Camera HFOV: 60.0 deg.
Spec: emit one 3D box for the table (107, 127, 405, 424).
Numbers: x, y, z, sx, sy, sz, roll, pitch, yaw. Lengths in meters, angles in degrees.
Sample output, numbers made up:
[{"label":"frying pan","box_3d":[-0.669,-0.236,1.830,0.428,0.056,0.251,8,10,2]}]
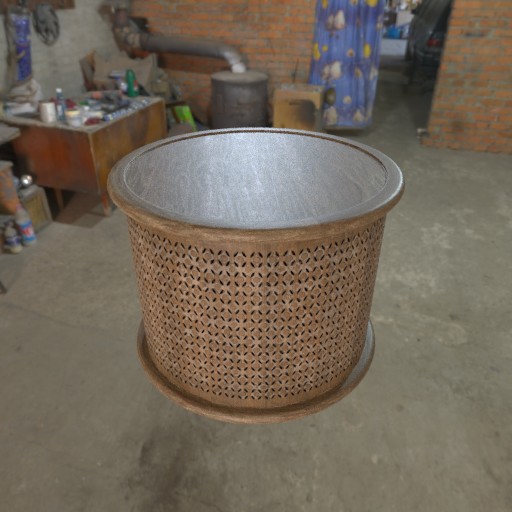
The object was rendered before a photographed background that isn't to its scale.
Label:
[{"label":"table","box_3d":[0.000,0.000,1.049,0.607,0.450,0.607,0,31,0]}]
